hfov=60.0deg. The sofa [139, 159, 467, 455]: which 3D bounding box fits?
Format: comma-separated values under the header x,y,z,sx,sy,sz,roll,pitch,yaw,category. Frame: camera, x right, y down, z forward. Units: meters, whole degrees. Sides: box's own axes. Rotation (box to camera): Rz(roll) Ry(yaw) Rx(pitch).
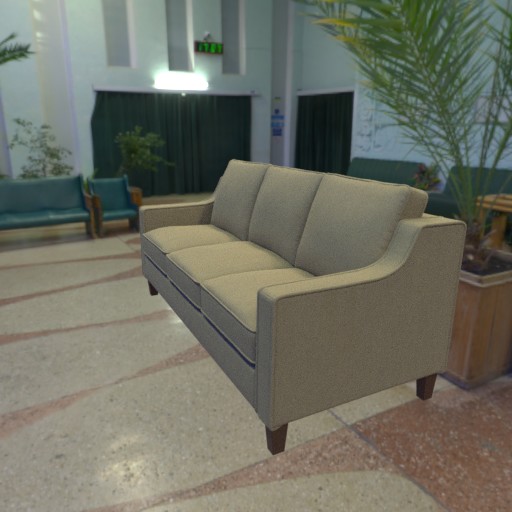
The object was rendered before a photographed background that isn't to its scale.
x,y,z,sx,sy,sz,roll,pitch,yaw,category
0.000,0.000,2.528,0.911,0.974,1.986,-8,18,-26,sofa
